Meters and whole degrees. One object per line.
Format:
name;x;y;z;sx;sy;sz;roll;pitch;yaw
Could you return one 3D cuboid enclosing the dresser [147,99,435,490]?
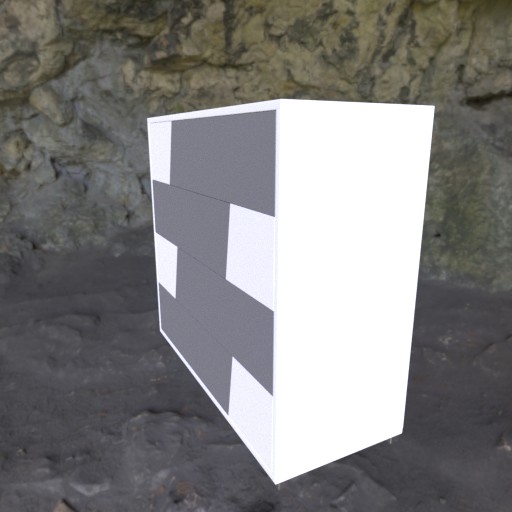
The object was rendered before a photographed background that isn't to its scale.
dresser;0.000;0.000;1.632;0.460;1.000;1.100;-8;17;-27
